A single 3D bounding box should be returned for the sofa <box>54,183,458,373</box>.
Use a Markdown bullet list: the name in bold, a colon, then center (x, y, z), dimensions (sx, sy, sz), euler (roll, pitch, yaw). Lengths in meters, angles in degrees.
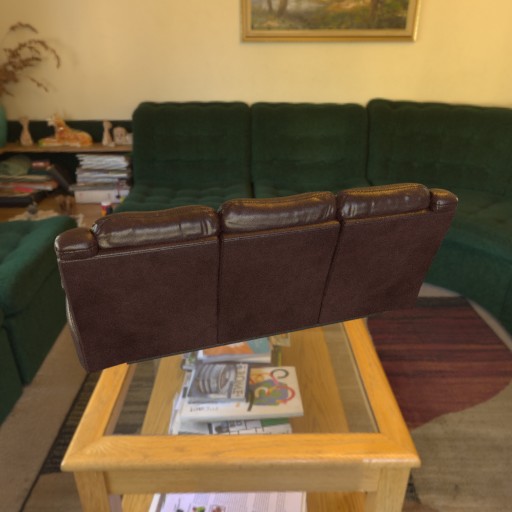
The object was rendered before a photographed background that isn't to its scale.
- **sofa**: center (0.000, 0.000, 2.884), dimensions (2.337, 1.043, 0.991), euler (-8, 27, -16)
